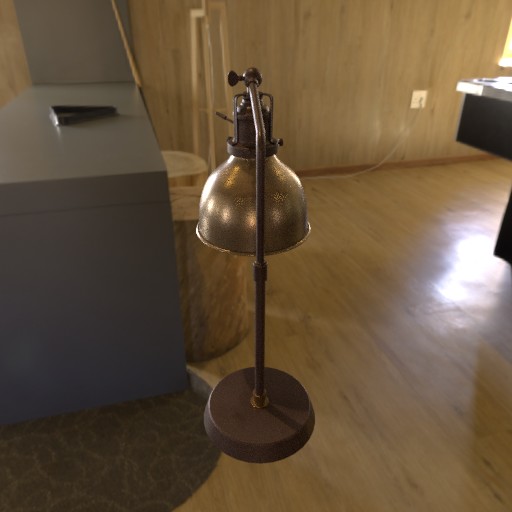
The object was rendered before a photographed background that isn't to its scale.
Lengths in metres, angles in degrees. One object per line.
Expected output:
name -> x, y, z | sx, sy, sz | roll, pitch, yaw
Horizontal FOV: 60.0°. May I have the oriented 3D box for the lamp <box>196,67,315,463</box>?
lamp -> 0.000, 0.000, 0.609 | 0.175, 0.469, 0.298 | 0, 28, -1
